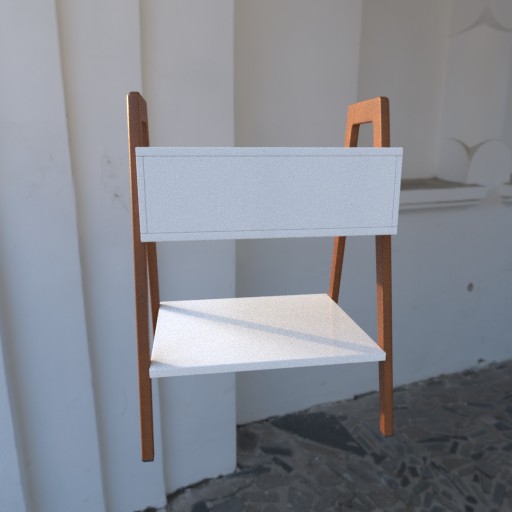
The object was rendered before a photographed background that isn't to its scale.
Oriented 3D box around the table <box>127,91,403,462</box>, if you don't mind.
[{"bbox_3d":[0.000,0.000,0.912,0.457,0.610,0.405,-2,13,-9],"label":"table"}]
